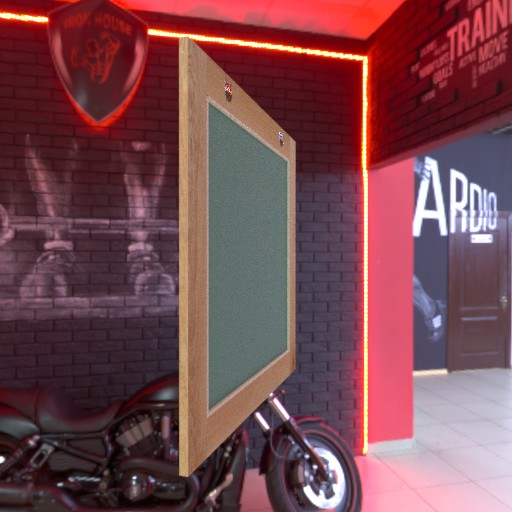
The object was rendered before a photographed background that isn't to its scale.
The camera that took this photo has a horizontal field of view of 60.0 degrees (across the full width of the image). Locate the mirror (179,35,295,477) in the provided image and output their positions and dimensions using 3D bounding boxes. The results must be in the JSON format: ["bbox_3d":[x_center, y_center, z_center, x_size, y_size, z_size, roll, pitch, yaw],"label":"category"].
[{"bbox_3d":[0.000,0.000,1.183,0.020,0.800,0.800,0,0,19],"label":"mirror"}]
